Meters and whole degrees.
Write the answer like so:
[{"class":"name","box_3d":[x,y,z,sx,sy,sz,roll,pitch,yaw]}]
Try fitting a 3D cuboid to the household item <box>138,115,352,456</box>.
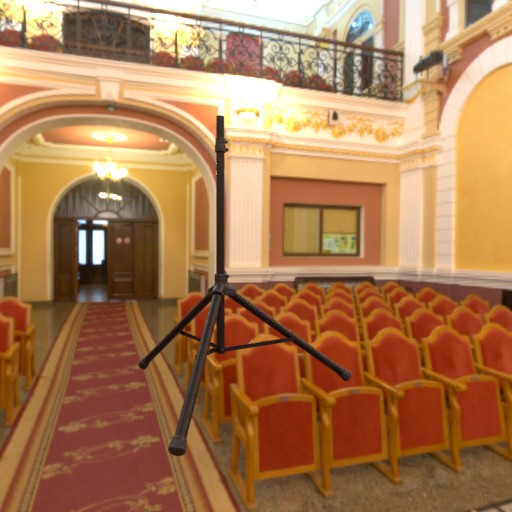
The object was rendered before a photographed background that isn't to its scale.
[{"class":"household item","box_3d":[0.000,0.000,1.860,0.907,1.136,1.045,0,1,-18]}]
